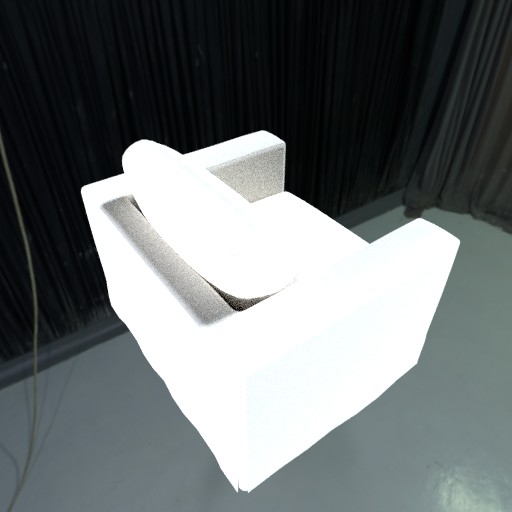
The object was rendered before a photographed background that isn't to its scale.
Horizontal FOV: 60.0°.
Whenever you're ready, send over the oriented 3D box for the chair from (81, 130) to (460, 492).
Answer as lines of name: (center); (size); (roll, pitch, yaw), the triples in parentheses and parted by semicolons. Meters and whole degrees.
chair: (0.000, 0.000, 1.764); (0.957, 0.878, 1.150); (-25, 46, -27)
